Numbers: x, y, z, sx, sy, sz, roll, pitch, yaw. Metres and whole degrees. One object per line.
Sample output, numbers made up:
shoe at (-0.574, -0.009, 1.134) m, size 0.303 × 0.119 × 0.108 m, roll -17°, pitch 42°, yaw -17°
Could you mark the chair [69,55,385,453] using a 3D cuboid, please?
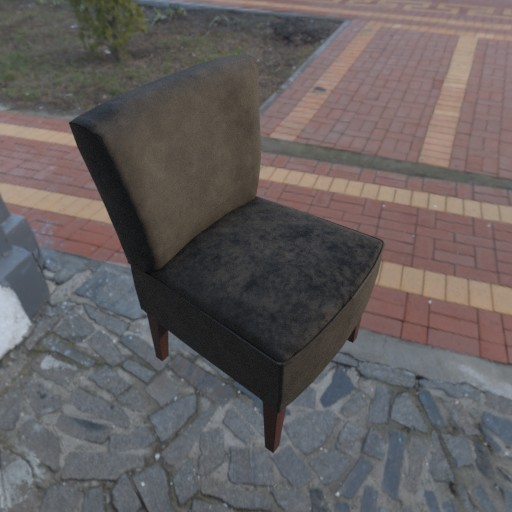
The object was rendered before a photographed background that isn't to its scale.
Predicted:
chair at (0.000, 0.000, 1.145) m, size 0.554 × 0.806 × 0.521 m, roll 26°, pitch 47°, yaw 27°
